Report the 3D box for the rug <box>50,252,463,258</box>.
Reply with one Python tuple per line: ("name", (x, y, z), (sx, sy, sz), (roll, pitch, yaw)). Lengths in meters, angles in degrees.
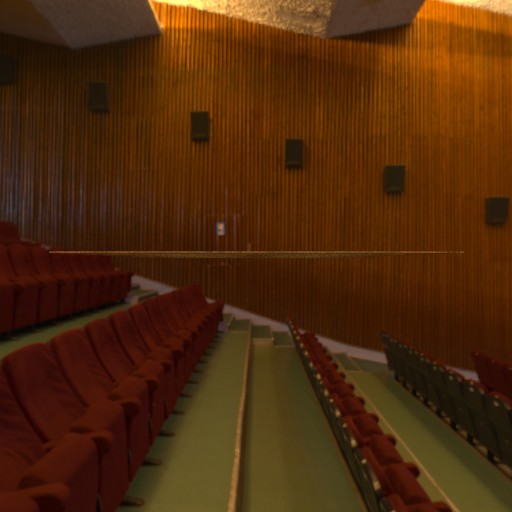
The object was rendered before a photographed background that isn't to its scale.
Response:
("rug", (0.000, 0.000, 4.149), (2.460, 0.005, 3.067), (0, -1, 0))
